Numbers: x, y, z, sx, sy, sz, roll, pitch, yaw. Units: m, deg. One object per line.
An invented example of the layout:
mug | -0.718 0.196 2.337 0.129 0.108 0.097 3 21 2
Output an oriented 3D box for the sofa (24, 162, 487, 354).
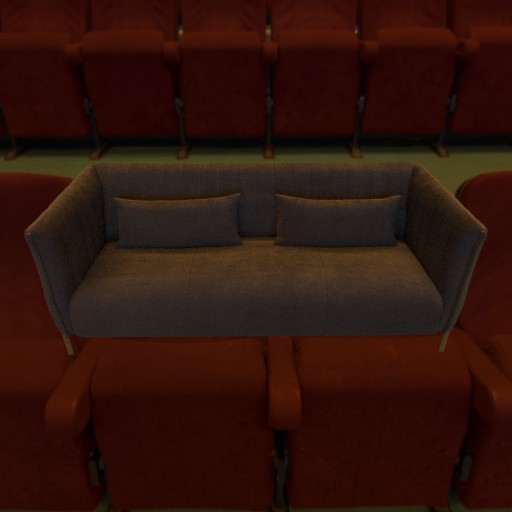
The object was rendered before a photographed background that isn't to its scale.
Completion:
sofa | 0.000 0.000 2.373 1.980 0.780 0.876 0 31 -1
